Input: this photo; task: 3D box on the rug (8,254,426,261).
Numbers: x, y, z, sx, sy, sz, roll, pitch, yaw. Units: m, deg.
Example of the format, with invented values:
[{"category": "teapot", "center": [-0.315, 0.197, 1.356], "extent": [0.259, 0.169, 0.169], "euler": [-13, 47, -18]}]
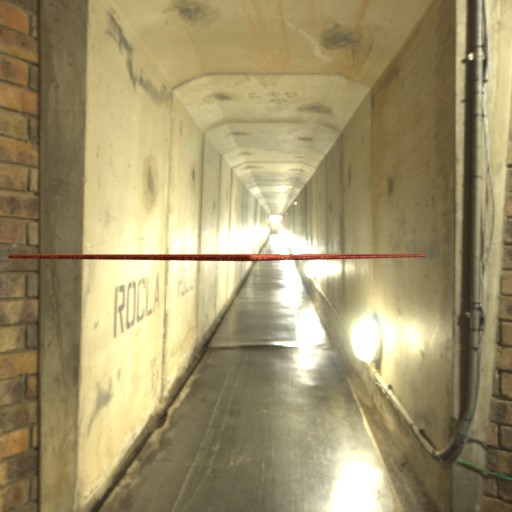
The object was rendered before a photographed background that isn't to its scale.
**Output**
[{"category": "rug", "center": [0.000, 0.000, 2.230], "extent": [1.230, 0.018, 1.835], "euler": [0, 0, 34]}]
